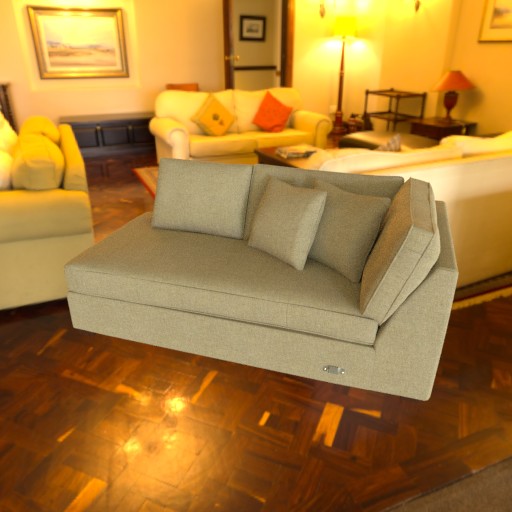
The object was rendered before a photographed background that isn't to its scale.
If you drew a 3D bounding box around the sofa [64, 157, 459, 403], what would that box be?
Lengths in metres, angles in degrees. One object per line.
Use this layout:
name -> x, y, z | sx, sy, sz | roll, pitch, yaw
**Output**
sofa -> 0.000, 0.000, 2.848 | 2.238, 1.019, 1.110 | 8, 26, 16
